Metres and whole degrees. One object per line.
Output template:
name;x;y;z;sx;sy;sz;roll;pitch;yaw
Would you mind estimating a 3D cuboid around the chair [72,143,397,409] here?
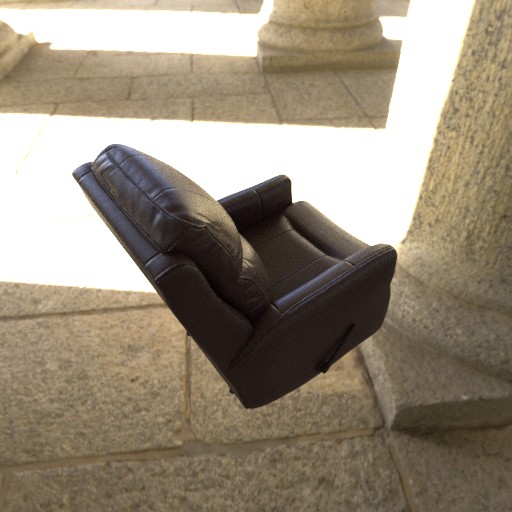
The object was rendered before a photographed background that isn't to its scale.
chair;0.000;0.000;1.816;1.080;1.030;0.829;-25;46;-26
